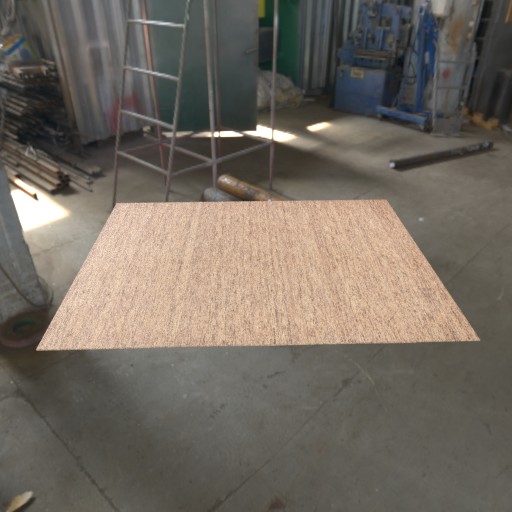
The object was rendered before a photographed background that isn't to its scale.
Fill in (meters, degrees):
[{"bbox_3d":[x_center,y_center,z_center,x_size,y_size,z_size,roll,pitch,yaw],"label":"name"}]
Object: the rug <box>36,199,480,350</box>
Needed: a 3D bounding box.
[{"bbox_3d":[0.000,0.000,4.228,3.205,0.013,2.448,-1,32,-2],"label":"rug"}]
